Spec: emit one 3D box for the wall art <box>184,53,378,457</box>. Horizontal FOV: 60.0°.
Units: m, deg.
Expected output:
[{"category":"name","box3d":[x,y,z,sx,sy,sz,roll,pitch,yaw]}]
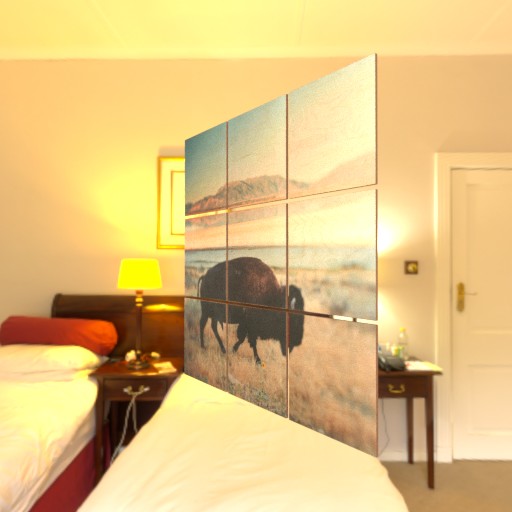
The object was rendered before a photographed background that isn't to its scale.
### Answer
[{"category":"wall art","box3d":[0.000,0.000,2.295,0.019,1.532,1.533,0,-1,-37]}]
